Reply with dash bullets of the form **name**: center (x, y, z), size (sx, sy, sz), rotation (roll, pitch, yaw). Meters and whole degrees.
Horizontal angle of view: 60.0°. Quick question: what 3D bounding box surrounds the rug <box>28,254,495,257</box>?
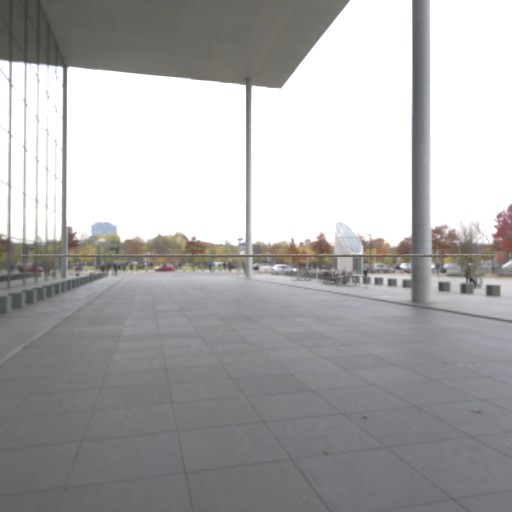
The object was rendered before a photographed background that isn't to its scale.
- **rug**: center (0.000, 0.000, 2.609), size (2.464, 0.005, 0.660), rotation (0, -1, 1)
